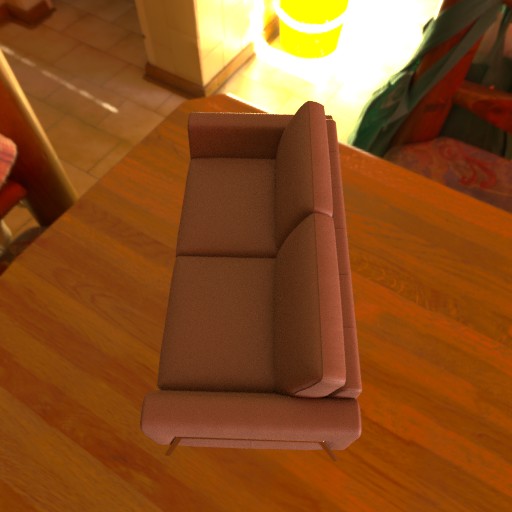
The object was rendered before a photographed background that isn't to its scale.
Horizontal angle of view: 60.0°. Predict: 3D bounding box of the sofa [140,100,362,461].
[{"bbox_3d":[0.000,0.000,2.543,0.953,0.875,2.017,1,58,1],"label":"sofa"}]
